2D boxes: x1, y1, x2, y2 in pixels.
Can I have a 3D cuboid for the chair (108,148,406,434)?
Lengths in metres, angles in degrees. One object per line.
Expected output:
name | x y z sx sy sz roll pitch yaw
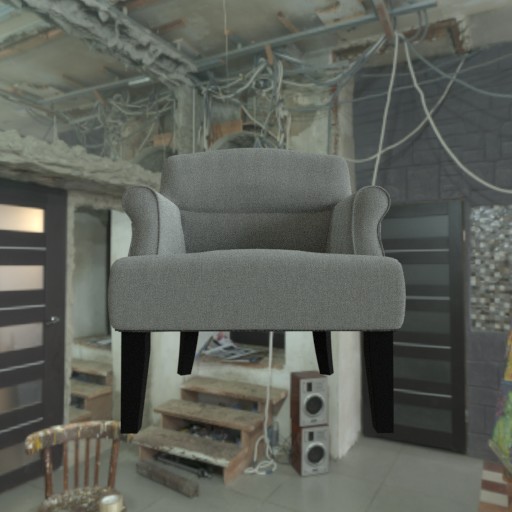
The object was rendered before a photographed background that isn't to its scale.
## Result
chair | 0.000 0.000 1.426 0.772 0.880 0.755 0 -1 0
